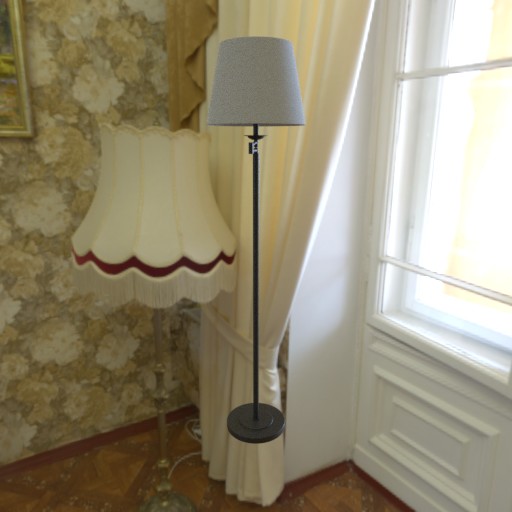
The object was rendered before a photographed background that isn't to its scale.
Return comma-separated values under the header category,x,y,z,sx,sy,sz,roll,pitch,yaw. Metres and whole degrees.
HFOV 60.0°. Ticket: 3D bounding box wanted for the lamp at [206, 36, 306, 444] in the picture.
category,x,y,z,sx,sy,sz,roll,pitch,yaw
lamp,0.000,0.000,1.681,0.348,1.473,0.348,3,15,10
